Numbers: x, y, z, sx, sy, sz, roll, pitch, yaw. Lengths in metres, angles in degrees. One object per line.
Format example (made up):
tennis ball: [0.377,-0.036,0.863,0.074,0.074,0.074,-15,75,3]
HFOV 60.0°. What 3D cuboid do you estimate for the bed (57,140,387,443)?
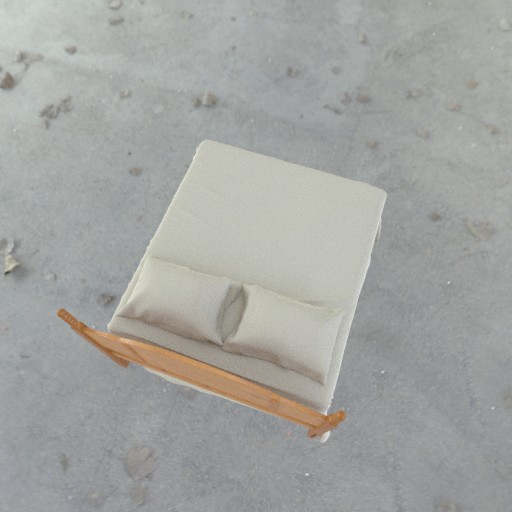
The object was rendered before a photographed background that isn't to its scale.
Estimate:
bed: [0.000,0.000,3.328,1.873,1.356,2.040,18,66,8]
